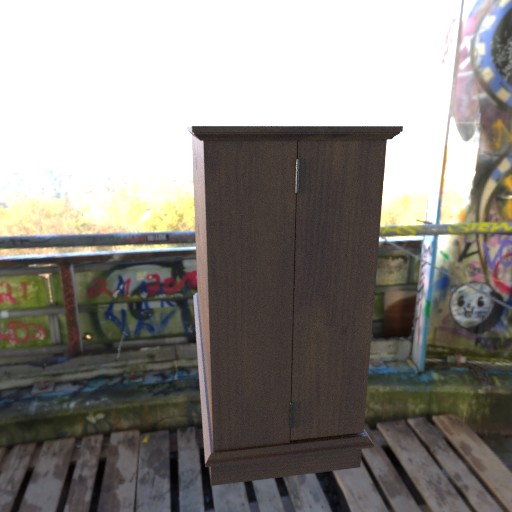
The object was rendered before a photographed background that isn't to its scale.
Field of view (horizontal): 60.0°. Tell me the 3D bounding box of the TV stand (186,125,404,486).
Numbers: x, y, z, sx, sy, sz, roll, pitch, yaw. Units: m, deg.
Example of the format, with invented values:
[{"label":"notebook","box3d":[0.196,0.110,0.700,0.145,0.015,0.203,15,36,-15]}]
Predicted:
[{"label":"TV stand","box3d":[0.000,0.000,1.446,0.406,0.813,1.067,-3,16,-9]}]
